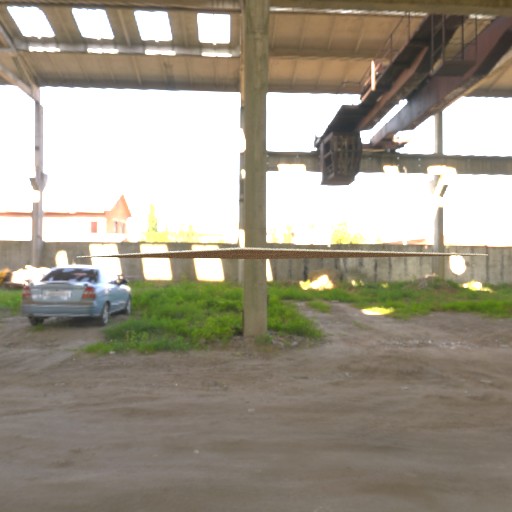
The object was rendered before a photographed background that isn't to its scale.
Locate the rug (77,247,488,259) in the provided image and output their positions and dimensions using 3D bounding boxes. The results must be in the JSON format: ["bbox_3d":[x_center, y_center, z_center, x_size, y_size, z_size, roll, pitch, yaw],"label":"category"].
[{"bbox_3d":[0.000,0.000,4.000,2.363,0.012,2.980,1,-1,-36],"label":"rug"}]
